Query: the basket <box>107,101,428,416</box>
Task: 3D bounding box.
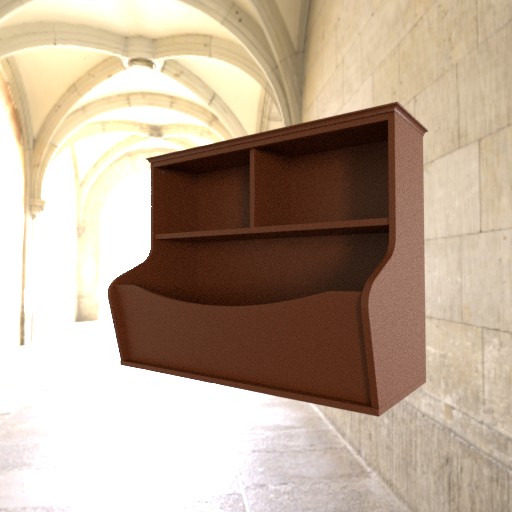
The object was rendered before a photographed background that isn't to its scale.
[{"bbox_3d":[0.000,0.000,1.180,0.792,0.625,0.376,-1,-2,36],"label":"basket"}]
